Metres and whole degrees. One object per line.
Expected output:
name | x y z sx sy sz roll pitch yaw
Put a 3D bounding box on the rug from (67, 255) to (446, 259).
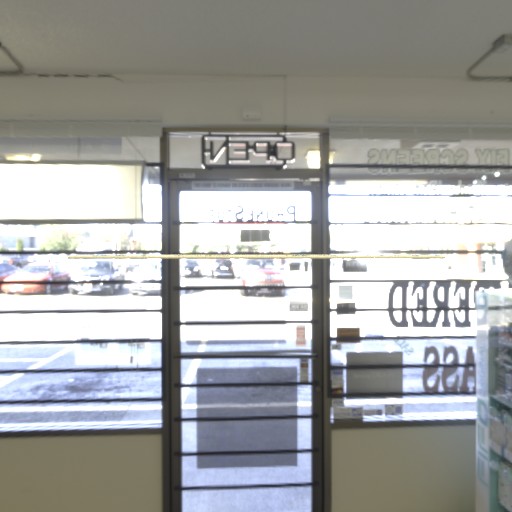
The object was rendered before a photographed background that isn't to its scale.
rug | 0.000 0.000 3.492 1.819 0.018 2.746 0 0 0
